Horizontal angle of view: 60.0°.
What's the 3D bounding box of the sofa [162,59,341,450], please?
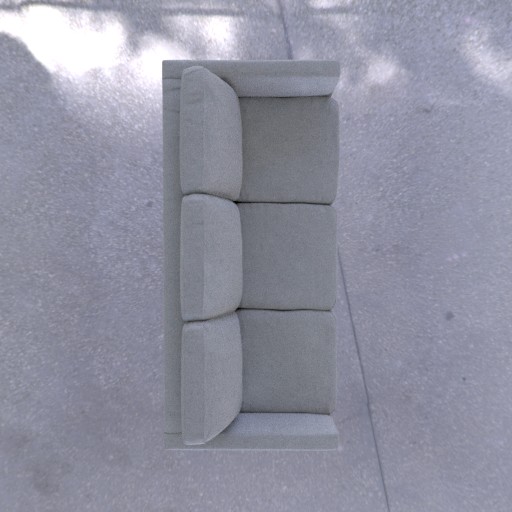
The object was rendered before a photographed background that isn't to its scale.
[{"bbox_3d":[0.000,0.000,2.490,0.944,0.918,1.983,0,92,1],"label":"sofa"}]
